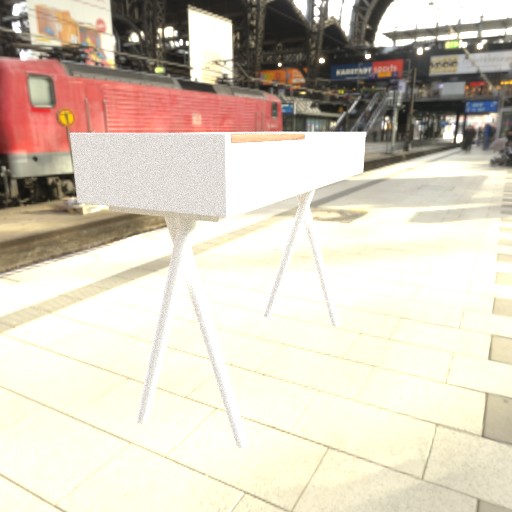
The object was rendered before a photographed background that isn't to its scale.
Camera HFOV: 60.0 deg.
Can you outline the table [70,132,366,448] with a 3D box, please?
[{"bbox_3d":[0.000,0.000,1.459,0.418,0.785,1.066,8,18,26],"label":"table"}]
